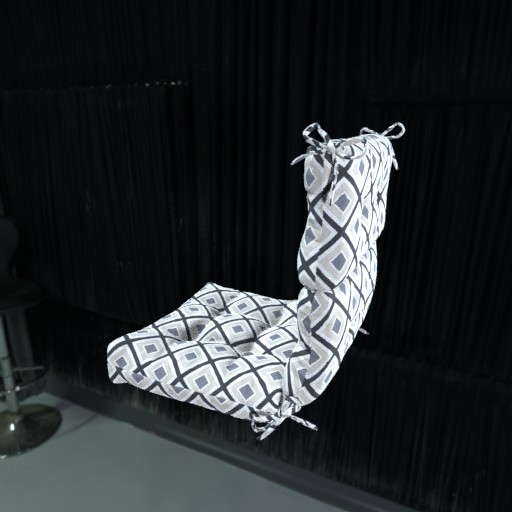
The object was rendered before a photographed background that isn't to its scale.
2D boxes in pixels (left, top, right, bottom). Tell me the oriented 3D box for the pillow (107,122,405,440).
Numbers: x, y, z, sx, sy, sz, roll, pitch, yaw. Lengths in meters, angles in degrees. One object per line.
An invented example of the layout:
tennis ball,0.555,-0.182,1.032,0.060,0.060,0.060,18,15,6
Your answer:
pillow,0.000,0.000,1.042,0.571,0.605,0.519,8,19,23
